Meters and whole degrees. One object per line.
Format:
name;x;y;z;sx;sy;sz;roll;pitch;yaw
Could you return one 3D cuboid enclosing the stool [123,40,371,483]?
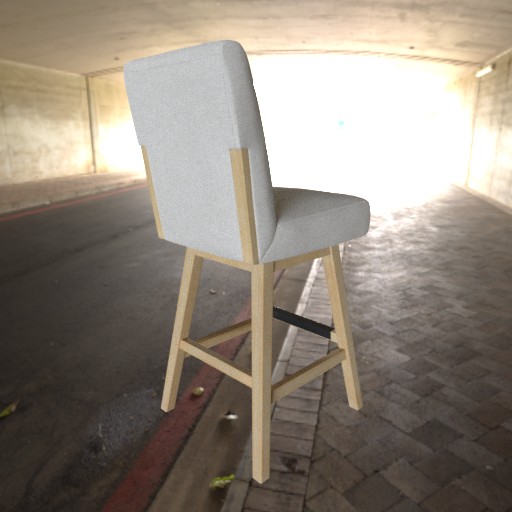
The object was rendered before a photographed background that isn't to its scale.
stool;0.000;0.000;1.252;0.543;1.015;0.446;-15;21;-43
